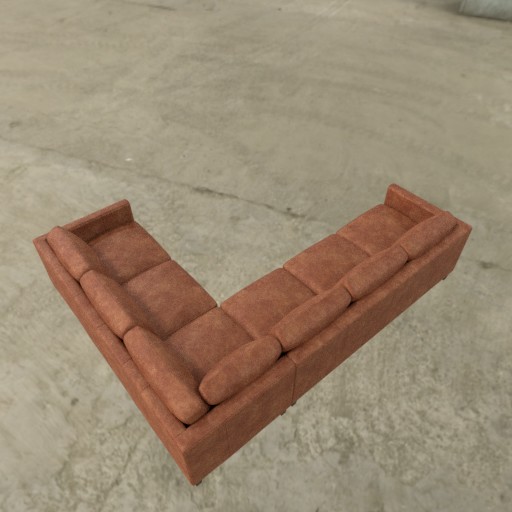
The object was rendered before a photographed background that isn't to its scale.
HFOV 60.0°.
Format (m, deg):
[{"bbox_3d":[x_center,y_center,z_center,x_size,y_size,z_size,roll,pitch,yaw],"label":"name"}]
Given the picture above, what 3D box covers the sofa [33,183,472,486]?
[{"bbox_3d":[0.000,0.000,4.162,3.167,0.838,2.438,-31,53,-27],"label":"sofa"}]
